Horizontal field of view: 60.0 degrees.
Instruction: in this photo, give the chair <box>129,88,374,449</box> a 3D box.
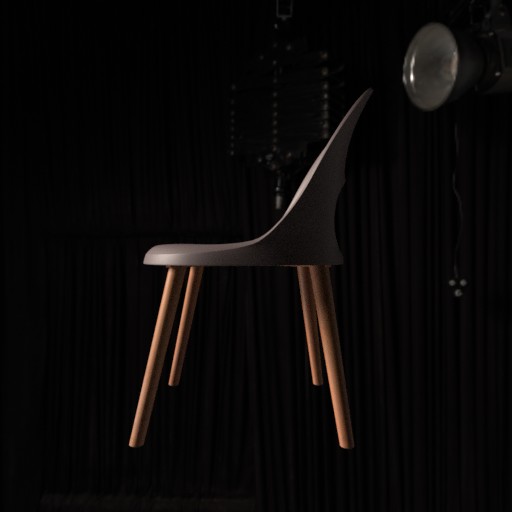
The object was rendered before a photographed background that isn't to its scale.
[{"bbox_3d":[0.000,0.000,1.138,0.556,0.794,0.470,0,1,0],"label":"chair"}]
